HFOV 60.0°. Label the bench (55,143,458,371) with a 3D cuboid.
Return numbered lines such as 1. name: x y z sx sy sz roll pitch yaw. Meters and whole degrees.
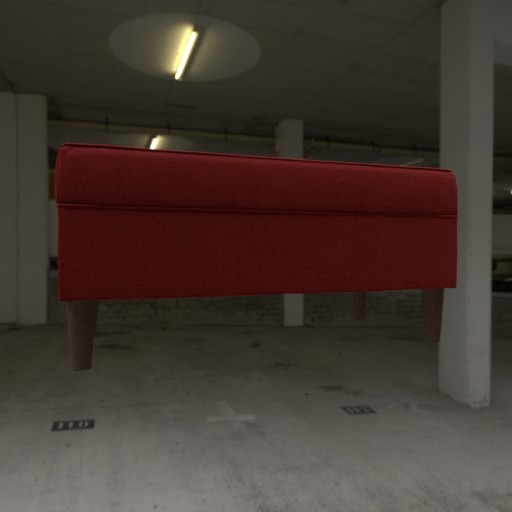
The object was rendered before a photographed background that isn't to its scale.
1. bench: 0.000 0.000 1.267 1.016 0.471 0.492 0 1 -18
